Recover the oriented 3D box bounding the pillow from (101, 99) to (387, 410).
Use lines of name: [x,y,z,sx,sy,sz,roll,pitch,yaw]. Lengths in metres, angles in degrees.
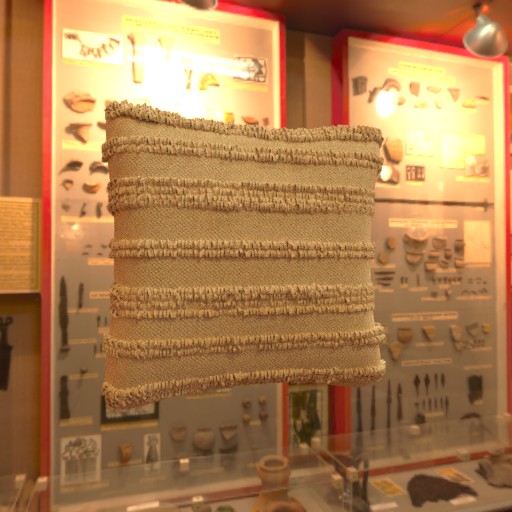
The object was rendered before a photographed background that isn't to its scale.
pillow: [0.000,0.000,0.659,0.437,0.427,0.145,0,-1,-16]
